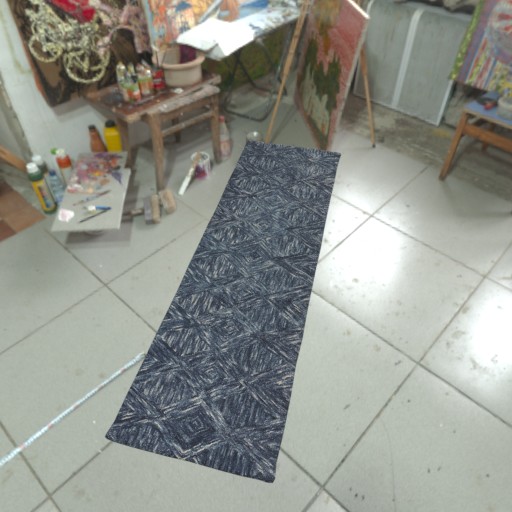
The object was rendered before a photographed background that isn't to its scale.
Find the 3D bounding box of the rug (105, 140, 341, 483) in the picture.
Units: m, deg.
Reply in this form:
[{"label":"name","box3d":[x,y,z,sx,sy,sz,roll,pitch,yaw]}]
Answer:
[{"label":"rug","box3d":[0.000,0.000,2.524,0.719,0.013,2.306,10,48,9]}]
